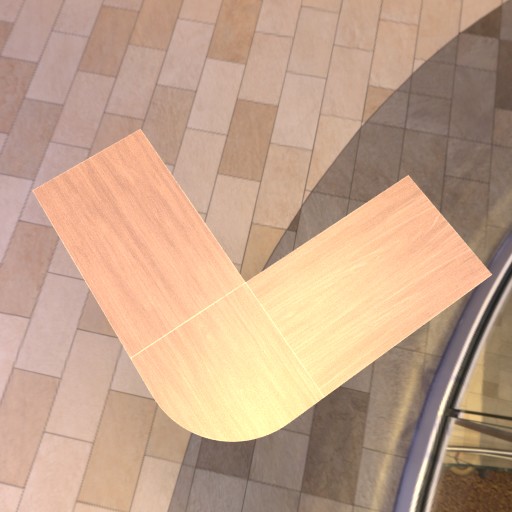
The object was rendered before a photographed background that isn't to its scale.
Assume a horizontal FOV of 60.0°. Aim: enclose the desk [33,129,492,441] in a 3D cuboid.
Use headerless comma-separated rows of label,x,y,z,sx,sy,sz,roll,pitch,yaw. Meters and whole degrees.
desk,0.000,0.000,2.242,1.400,0.762,1.400,-33,77,-9
